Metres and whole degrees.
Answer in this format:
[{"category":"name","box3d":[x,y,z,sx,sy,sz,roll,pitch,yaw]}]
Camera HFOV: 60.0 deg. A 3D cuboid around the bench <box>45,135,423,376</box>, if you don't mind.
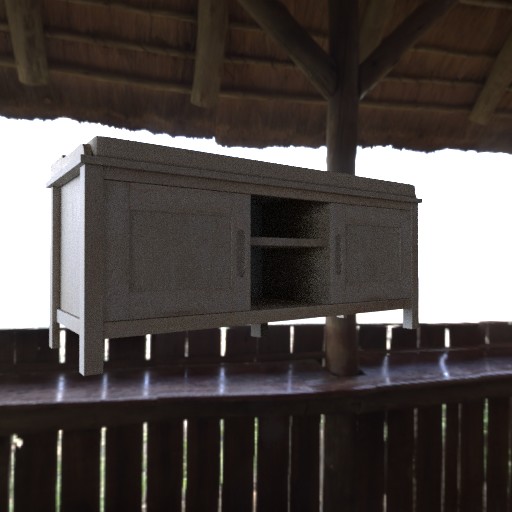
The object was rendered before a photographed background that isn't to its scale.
[{"category":"bench","box3d":[0.000,0.000,1.384,1.140,0.501,0.398,0,-1,-35]}]
